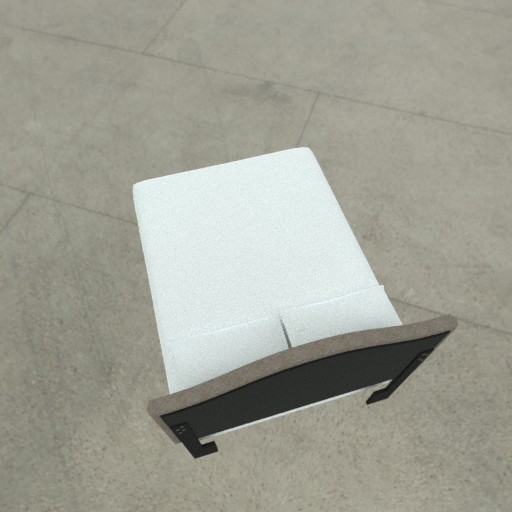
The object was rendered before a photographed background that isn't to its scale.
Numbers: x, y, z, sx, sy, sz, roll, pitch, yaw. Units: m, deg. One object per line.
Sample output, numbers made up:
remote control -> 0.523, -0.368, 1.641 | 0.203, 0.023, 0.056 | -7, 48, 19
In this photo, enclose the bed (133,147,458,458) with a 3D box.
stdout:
bed -> 0.000, 0.000, 3.217 | 1.713, 1.518, 2.153 | -14, 59, -9
